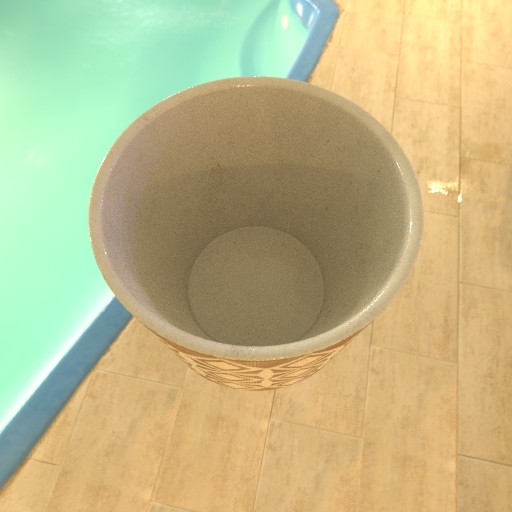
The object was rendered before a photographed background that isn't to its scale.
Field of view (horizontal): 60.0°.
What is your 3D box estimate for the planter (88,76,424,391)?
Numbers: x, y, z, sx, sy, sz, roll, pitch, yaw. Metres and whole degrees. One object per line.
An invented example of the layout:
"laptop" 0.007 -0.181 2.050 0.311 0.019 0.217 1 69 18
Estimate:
"planter" 0.000 0.000 0.445 0.260 0.220 0.260 0 64 0
